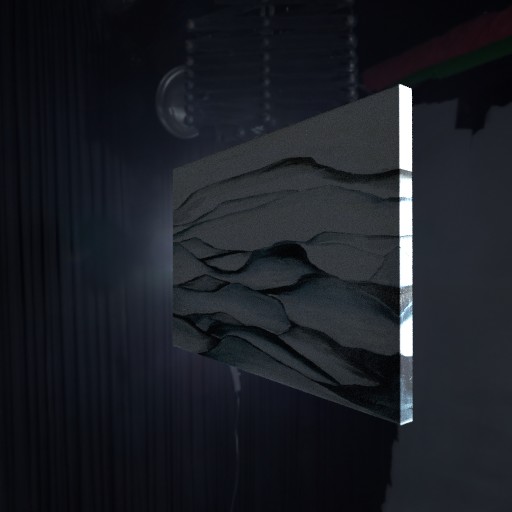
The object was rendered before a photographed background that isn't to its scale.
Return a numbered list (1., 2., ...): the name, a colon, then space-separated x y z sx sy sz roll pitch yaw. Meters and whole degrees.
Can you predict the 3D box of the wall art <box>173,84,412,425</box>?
1. wall art: 0.000 0.000 1.168 0.039 0.609 0.914 0 -1 -36
